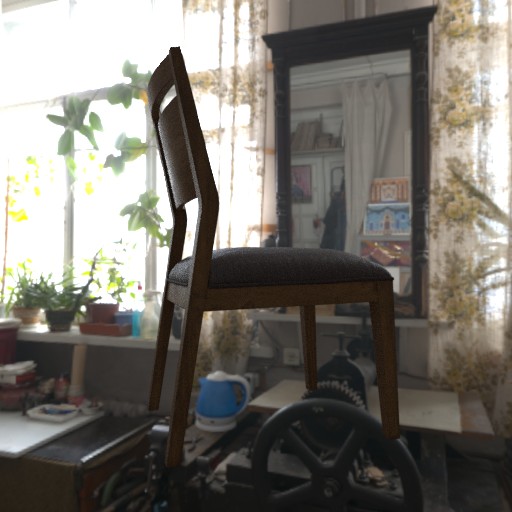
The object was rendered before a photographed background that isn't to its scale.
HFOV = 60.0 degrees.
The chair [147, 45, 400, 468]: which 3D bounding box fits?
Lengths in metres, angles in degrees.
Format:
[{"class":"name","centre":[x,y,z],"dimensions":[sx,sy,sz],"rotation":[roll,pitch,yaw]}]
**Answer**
[{"class":"chair","centre":[0.000,0.000,1.274],"dimensions":[0.610,0.939,0.501],"rotation":[0,-1,-19]}]
